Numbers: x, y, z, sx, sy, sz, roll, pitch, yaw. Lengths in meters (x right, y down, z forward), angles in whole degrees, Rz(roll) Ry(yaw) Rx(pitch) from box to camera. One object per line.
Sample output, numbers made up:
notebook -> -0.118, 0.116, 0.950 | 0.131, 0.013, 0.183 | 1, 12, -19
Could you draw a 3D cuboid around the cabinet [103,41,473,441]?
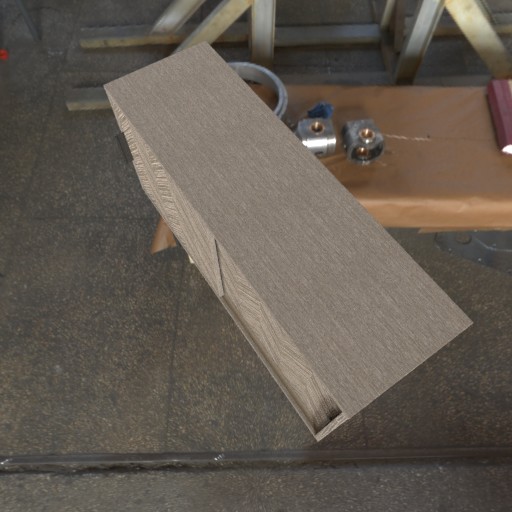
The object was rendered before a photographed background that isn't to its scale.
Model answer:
cabinet -> 0.000, 0.000, 1.549 | 0.405, 0.787, 1.194 | -31, 67, -15
